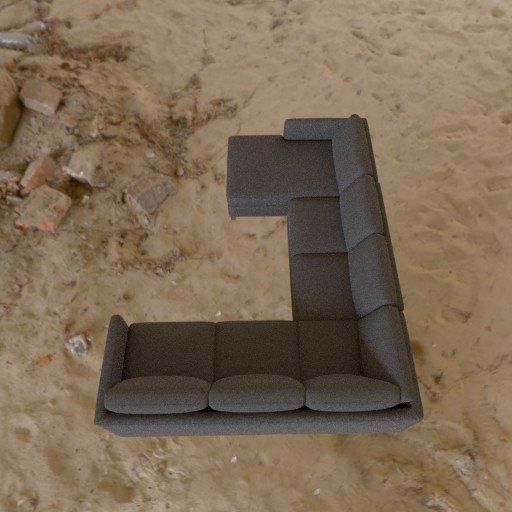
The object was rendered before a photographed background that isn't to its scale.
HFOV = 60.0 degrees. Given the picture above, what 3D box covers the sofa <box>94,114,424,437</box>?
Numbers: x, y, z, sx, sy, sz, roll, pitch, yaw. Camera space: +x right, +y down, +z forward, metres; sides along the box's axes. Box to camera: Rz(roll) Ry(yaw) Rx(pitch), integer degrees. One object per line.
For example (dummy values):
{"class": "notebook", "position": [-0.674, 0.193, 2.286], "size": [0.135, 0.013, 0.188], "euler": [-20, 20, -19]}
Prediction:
{"class": "sofa", "position": [0.000, 0.000, 4.367], "size": [2.551, 0.853, 3.238], "euler": [-1, 60, 0]}
